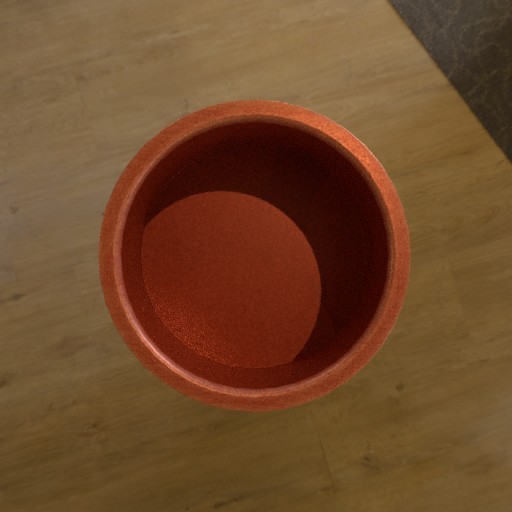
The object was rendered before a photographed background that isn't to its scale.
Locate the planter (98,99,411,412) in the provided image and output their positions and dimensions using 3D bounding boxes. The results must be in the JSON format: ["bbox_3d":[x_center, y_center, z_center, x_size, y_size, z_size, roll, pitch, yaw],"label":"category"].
[{"bbox_3d":[0.000,0.000,0.712,0.354,0.465,0.345,0,90,-1],"label":"planter"}]
